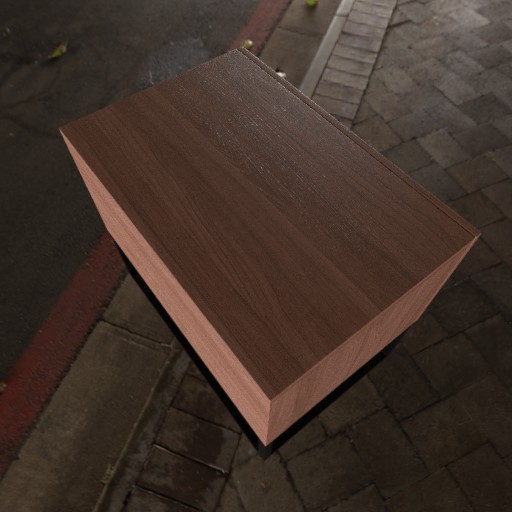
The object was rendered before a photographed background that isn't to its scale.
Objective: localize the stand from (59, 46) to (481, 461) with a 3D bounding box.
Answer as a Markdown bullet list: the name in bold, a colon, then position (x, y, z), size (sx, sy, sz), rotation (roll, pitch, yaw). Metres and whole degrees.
- **stand**: position (0.000, 0.000, 0.937), size (0.420, 0.500, 0.600), rotation (-33, 63, -19)
